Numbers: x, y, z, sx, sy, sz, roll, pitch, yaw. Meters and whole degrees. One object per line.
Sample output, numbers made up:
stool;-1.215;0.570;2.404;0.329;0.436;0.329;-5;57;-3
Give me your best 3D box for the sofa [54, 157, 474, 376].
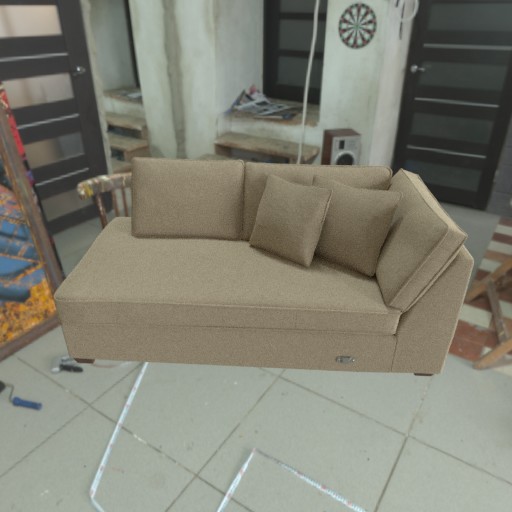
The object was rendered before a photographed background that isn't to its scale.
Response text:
sofa;0.000;0.000;2.827;2.237;1.033;1.110;2;30;3
